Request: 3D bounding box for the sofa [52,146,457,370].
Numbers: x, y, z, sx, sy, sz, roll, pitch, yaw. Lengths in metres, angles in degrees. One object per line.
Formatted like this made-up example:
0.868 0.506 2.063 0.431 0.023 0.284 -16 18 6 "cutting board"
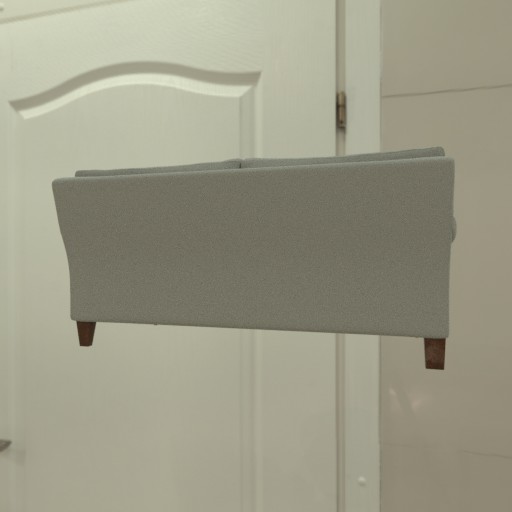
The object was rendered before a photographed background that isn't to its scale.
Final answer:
0.000 0.000 2.736 2.193 1.096 1.069 0 0 16 "sofa"
